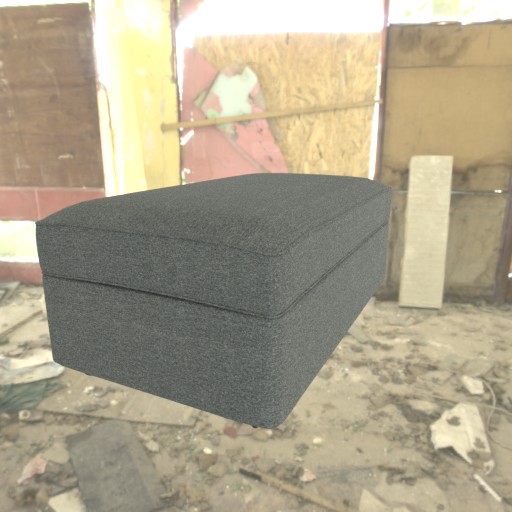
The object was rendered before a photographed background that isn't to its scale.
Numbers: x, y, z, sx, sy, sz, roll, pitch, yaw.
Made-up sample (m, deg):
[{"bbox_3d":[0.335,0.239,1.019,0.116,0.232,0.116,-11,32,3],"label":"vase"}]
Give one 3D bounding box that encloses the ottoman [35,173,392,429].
[{"bbox_3d":[0.000,0.000,1.498,0.681,0.494,1.173,7,17,26],"label":"ottoman"}]
